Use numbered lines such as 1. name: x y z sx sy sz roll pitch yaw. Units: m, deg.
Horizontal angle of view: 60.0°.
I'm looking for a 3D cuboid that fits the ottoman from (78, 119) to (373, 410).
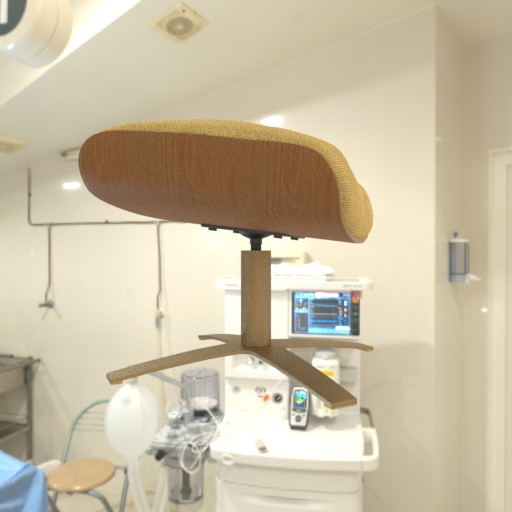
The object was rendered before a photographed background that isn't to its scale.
1. ottoman: 0.000 0.000 0.806 0.394 0.391 0.520 0 1 18
